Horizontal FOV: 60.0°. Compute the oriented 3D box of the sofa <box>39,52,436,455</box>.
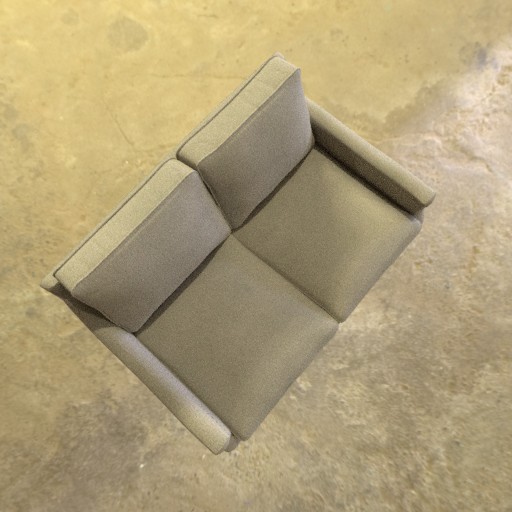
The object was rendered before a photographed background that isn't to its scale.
[{"bbox_3d":[0.000,0.000,2.202,1.084,1.003,1.597,41,79,10],"label":"sofa"}]
